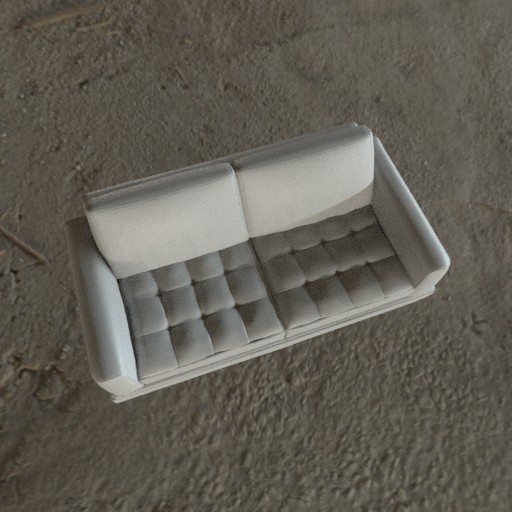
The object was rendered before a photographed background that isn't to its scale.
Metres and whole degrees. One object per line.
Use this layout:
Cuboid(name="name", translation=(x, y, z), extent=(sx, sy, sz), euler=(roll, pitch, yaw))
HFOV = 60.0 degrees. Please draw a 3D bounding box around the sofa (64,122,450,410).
Cuboid(name="sofa", translation=(0.000, 0.000, 2.800), extent=(2.177, 0.930, 1.121), euler=(-17, 65, -8))
